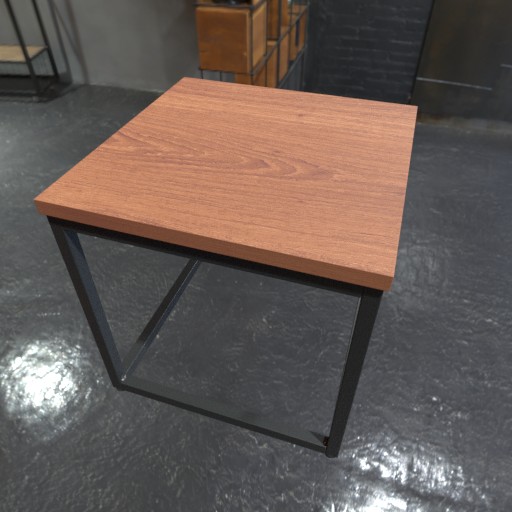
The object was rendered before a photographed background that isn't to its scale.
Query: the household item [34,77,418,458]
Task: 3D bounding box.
[{"bbox_3d":[0.000,0.000,0.731,0.400,0.400,0.400,12,43,13],"label":"household item"}]
